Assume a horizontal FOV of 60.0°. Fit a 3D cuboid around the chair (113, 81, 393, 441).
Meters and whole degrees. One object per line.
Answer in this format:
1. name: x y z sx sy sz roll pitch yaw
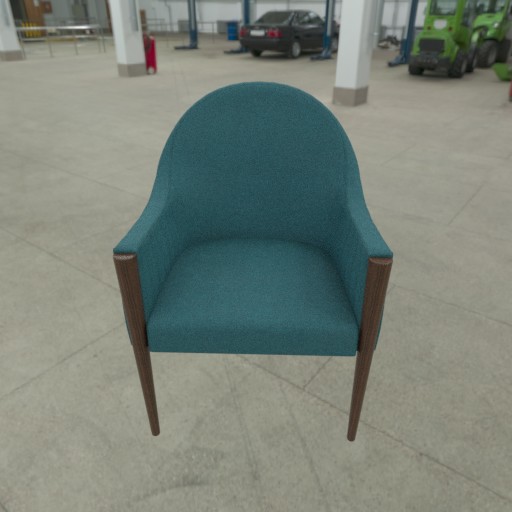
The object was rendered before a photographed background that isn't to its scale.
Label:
1. chair: 0.000 0.000 1.342 0.656 0.907 0.652 1 29 2
